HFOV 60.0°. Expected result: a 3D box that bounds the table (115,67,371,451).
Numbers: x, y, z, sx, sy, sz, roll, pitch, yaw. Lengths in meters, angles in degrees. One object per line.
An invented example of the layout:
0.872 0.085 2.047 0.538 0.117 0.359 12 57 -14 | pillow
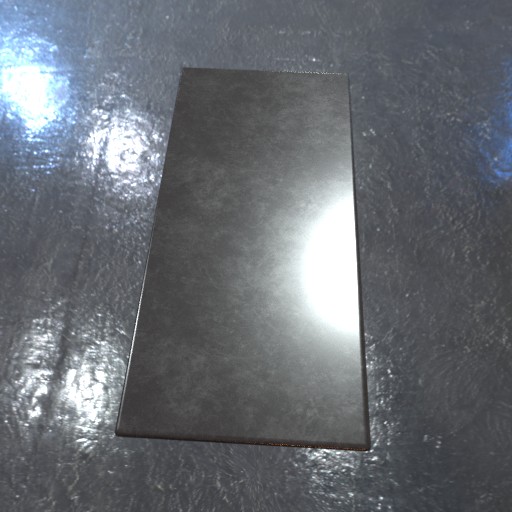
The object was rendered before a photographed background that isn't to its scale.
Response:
0.000 0.000 1.459 0.580 0.487 1.171 3 64 1 | table
